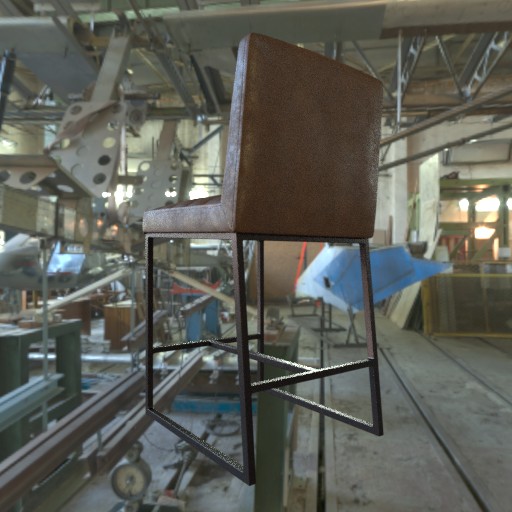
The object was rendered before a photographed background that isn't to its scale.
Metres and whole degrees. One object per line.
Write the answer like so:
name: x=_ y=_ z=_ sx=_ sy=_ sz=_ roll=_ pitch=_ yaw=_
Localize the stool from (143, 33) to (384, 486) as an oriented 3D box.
stool: x=0.000 y=0.000 z=1.251 sx=0.463 sy=0.942 sz=0.562 roll=0 pitch=0 yaw=-37
